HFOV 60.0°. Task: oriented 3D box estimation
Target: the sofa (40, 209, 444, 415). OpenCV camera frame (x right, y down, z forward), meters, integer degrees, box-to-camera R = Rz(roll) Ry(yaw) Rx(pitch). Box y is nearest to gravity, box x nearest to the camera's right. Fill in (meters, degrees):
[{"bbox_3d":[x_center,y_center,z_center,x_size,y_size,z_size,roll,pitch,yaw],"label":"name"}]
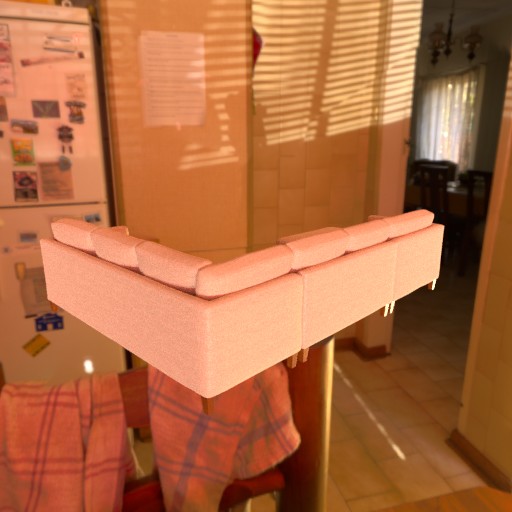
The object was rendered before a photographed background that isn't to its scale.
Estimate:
[{"bbox_3d":[0.000,0.000,4.692,2.594,0.961,3.460,15,21,43],"label":"sofa"}]
